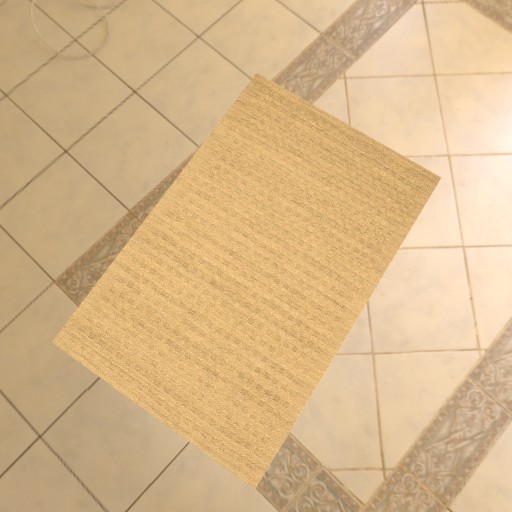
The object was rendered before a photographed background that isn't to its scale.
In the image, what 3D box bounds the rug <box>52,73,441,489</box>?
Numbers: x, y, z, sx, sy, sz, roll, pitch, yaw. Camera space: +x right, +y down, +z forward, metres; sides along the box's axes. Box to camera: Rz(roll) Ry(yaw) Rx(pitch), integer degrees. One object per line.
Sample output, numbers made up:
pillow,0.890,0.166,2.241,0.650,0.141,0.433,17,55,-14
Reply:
rug,0.000,0.000,2.186,1.142,0.006,1.752,32,78,8
